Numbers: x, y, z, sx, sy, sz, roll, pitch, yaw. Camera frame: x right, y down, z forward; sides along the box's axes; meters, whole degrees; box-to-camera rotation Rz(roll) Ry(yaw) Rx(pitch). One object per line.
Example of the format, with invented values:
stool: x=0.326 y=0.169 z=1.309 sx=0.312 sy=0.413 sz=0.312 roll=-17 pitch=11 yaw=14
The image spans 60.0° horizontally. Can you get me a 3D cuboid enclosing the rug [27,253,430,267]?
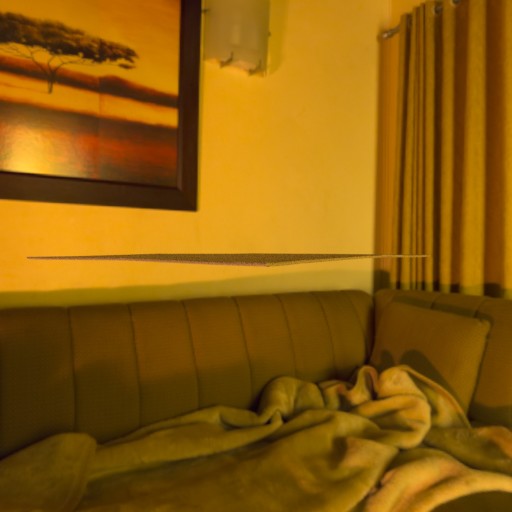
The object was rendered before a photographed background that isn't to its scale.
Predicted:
rug: x=0.000 y=0.000 z=4.290 sx=2.434 sy=0.045 sz=3.202 roll=1 pitch=1 yaw=36
